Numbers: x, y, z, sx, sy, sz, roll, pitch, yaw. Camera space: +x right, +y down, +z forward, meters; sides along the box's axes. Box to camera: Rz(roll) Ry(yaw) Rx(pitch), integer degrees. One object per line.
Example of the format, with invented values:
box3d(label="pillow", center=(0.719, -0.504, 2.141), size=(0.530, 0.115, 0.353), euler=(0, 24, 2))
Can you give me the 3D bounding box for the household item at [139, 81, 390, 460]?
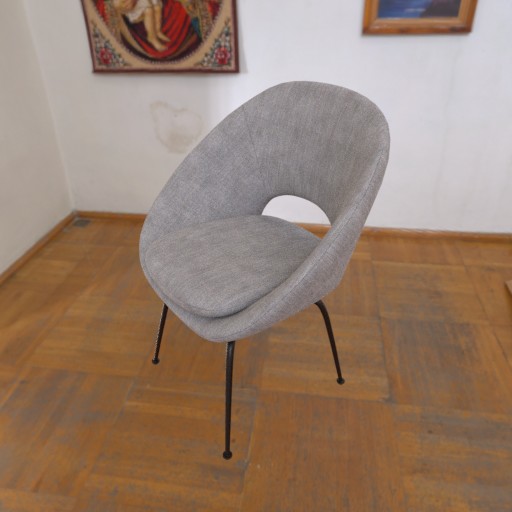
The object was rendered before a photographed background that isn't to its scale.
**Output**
box3d(label="household item", center=(0.000, 0.000, 1.272), size=(0.587, 0.869, 0.643), euler=(-22, 38, -31))
